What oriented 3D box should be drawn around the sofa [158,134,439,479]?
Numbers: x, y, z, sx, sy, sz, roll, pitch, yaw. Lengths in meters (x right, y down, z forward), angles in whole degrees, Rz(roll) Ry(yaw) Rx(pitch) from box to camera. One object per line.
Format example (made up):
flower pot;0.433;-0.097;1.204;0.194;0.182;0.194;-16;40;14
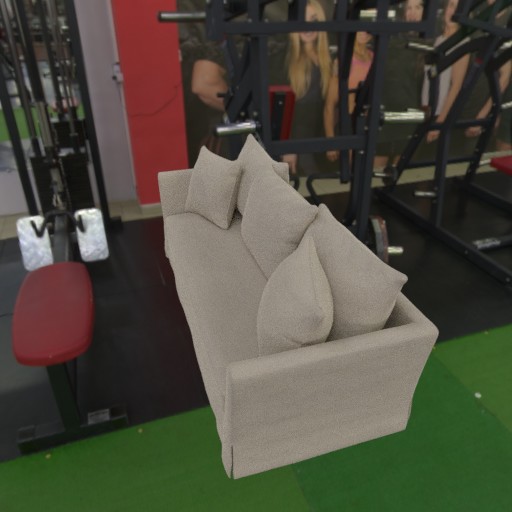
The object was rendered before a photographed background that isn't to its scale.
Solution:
sofa;0.000;0.000;3.013;1.046;1.047;2.499;-9;32;-15
